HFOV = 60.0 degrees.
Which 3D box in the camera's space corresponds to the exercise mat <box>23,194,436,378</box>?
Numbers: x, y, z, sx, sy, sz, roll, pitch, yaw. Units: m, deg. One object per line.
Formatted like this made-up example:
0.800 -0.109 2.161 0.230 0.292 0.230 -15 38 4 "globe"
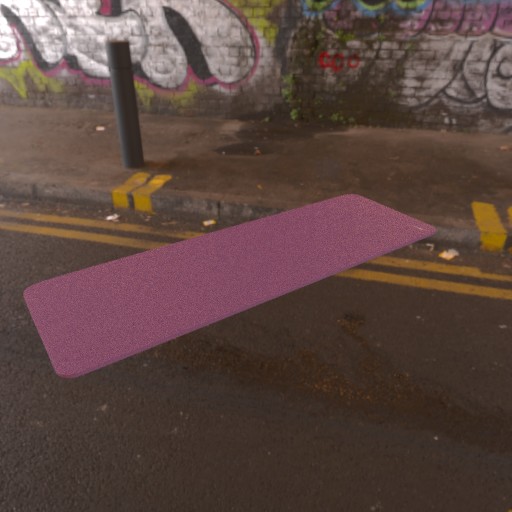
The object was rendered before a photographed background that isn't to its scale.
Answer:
0.000 0.000 2.019 1.869 0.021 0.616 -18 34 -29 "exercise mat"
